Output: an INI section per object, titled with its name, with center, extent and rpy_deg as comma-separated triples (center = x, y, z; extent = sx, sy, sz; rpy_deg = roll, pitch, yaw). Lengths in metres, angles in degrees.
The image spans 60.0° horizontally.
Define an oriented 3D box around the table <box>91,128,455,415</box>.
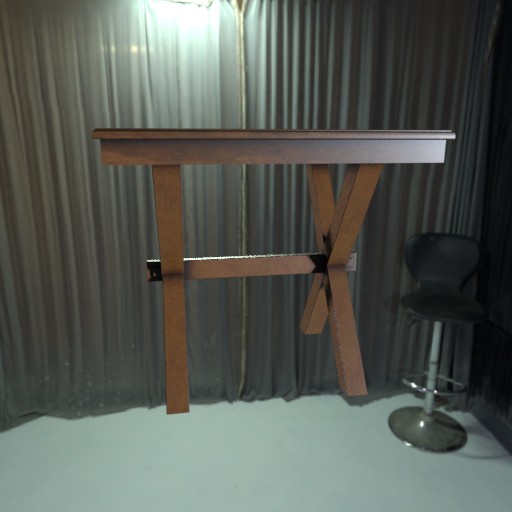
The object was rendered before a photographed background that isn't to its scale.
[table]
center = 0.000, 0.000, 1.051
extent = 0.602, 0.562, 0.560
rpy_deg = -2, 14, -10
